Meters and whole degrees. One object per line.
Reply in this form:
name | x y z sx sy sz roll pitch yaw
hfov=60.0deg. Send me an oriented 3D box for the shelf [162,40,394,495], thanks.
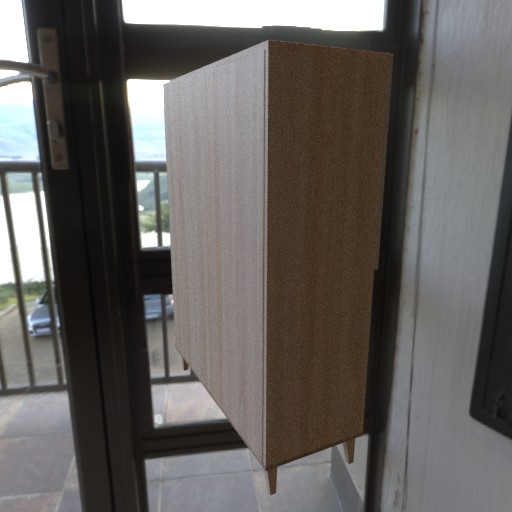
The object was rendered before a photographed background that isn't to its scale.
shelf | 0.000 0.000 1.813 0.434 1.405 0.995 -7 16 -26
